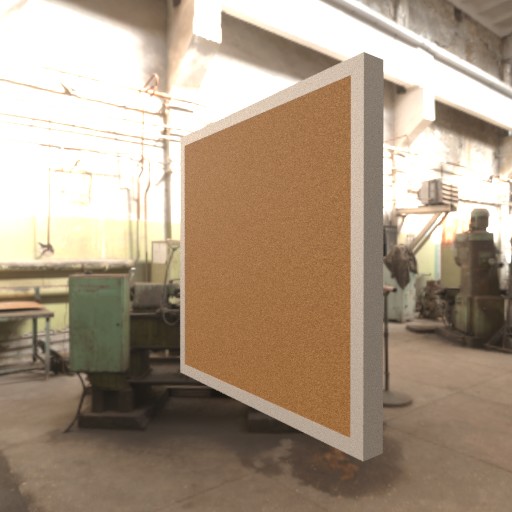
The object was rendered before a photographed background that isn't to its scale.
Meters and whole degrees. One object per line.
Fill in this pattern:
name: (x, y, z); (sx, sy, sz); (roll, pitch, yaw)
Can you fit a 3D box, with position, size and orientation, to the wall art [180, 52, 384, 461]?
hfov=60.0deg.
wall art: (0.000, 0.000, 0.766); (0.038, 0.508, 0.507); (0, 1, -36)
